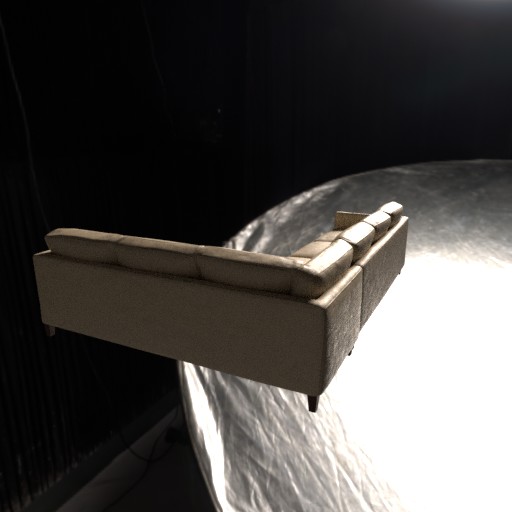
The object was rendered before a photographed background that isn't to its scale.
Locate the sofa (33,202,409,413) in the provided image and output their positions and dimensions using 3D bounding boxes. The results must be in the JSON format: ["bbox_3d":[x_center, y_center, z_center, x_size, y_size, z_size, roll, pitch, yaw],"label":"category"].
[{"bbox_3d":[0.000,0.000,4.604,2.593,0.947,3.302,8,17,26],"label":"sofa"}]
